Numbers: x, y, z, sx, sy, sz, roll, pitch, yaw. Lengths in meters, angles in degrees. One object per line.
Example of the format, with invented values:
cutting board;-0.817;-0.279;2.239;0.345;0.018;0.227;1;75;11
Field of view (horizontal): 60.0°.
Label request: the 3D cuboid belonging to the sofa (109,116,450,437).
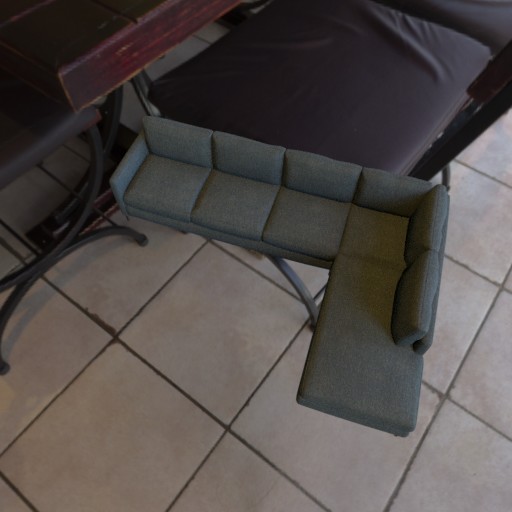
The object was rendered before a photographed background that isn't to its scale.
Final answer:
sofa;0.000;0.000;3.732;2.949;0.815;2.007;16;59;10
